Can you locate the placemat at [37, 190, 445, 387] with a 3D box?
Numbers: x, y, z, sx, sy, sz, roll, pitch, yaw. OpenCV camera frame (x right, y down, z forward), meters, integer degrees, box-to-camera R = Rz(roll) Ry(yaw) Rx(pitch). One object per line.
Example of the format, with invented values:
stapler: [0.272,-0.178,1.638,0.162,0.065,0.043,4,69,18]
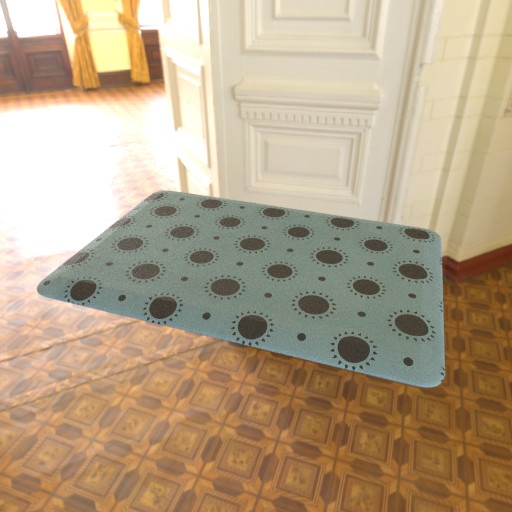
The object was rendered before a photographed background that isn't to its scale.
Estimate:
placemat: [0.000,0.000,0.955,0.762,0.021,0.508,10,34,16]
